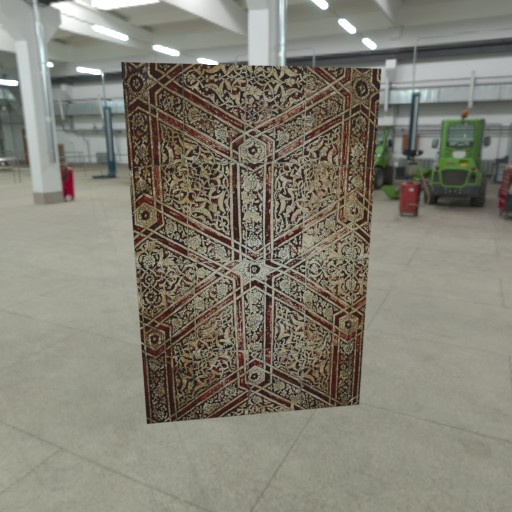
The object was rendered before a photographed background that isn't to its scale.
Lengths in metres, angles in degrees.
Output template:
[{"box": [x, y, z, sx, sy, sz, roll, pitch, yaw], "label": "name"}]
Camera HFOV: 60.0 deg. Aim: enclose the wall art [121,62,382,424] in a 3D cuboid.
[{"box": [0.000, 0.000, 1.137, 0.599, 0.904, 0.030, -2, 15, -8], "label": "wall art"}]
